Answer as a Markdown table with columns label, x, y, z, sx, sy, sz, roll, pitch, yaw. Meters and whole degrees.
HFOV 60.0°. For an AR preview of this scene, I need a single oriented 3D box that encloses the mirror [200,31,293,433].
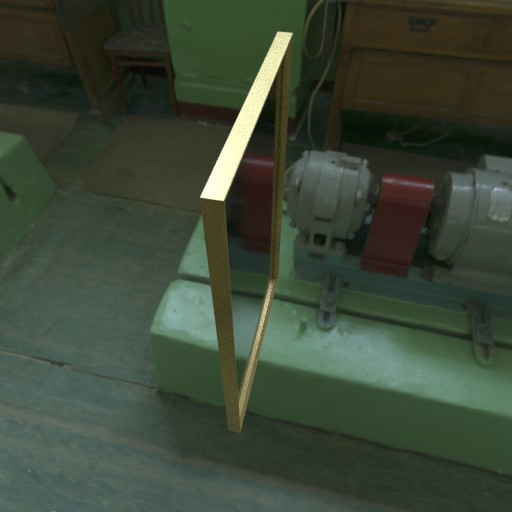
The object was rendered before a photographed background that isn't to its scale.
| label | x | y | z | sx | sy | sz | roll | pitch | yaw |
| --- | --- | --- | --- | --- | --- | --- | --- | --- | --- |
| mirror | 0.000 | 0.000 | 1.185 | 0.041 | 0.915 | 0.609 | 10 | 49 | 8 |
